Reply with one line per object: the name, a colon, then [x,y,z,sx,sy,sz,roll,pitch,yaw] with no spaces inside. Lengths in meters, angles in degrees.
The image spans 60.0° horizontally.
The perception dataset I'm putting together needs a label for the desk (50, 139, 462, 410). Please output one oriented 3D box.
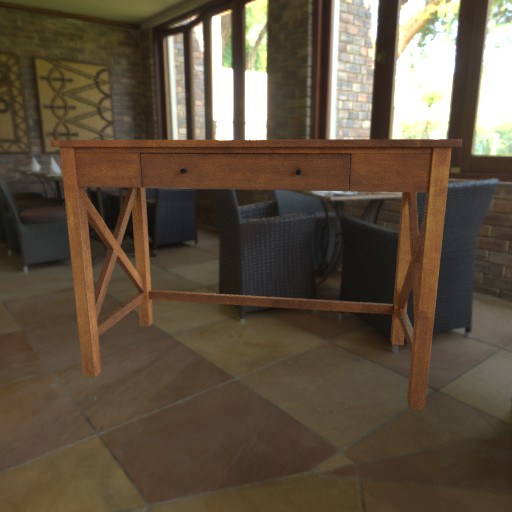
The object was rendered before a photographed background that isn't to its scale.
desk: [0.000,0.000,1.514,1.117,0.762,0.508,2,14,10]
